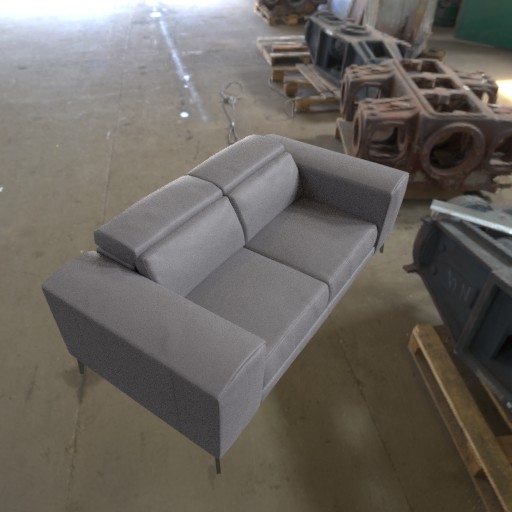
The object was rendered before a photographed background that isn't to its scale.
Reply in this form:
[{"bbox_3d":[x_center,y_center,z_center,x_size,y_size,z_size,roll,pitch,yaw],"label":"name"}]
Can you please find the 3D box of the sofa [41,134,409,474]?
[{"bbox_3d":[0.000,0.000,2.437,1.003,0.779,1.895,24,45,26],"label":"sofa"}]
